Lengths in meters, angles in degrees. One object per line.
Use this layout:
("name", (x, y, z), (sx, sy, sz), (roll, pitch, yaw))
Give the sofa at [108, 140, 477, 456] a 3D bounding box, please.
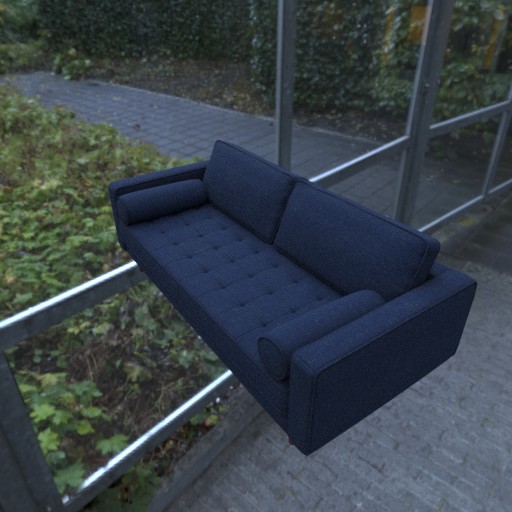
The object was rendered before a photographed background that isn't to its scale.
("sofa", (0.000, 0.000, 2.321), (0.914, 0.762, 1.880), (-20, 37, -29))
